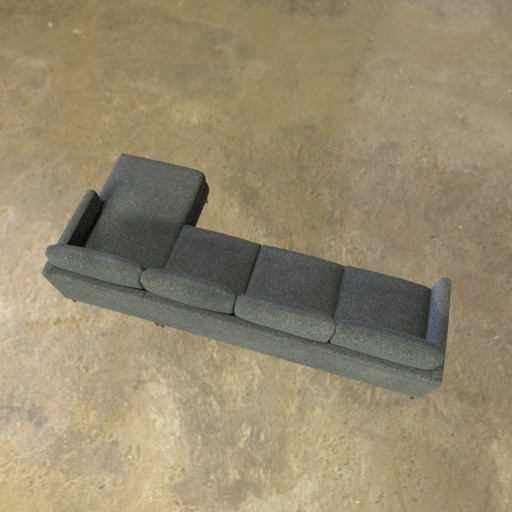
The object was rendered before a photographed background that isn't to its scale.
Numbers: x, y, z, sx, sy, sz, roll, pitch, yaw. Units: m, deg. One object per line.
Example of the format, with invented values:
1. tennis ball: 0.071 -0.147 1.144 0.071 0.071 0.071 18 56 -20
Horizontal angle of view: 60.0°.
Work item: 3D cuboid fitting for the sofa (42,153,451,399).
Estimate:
1. sofa: 0.000 0.000 3.496 2.932 0.810 1.350 14 63 7
